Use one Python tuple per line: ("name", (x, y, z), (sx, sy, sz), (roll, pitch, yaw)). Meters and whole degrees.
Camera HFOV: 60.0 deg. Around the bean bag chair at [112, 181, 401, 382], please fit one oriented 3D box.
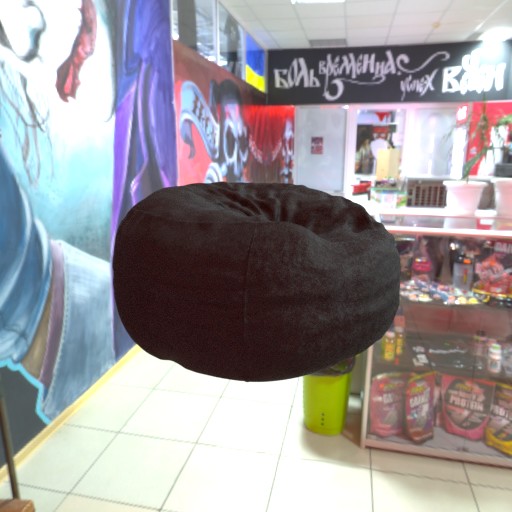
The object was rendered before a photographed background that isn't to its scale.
("bean bag chair", (0.000, 0.000, 2.444), (1.525, 0.751, 1.525), (0, 14, 0))
